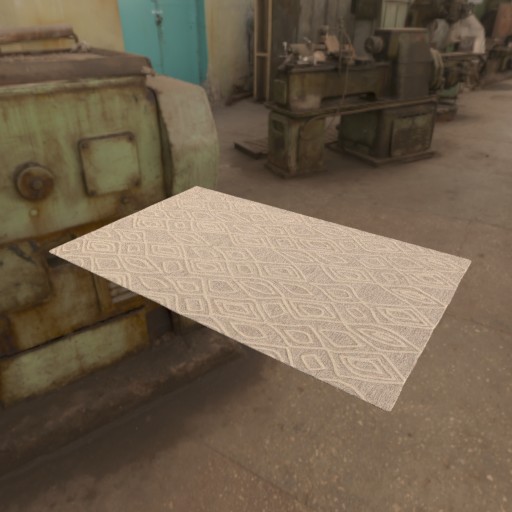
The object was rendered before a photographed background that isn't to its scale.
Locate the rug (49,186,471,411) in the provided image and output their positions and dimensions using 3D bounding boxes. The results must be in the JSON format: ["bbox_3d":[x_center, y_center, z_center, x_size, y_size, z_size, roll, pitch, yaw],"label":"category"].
[{"bbox_3d":[0.000,0.000,3.010,2.442,0.010,1.546,19,35,30],"label":"rug"}]
